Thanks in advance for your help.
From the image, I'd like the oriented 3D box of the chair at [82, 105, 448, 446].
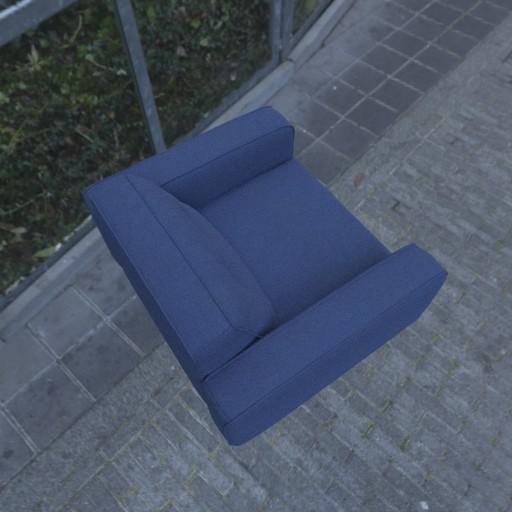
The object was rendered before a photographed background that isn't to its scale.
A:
[{"bbox_3d":[0.000,0.000,1.807,0.953,0.783,1.118,-30,63,-18],"label":"chair"}]
